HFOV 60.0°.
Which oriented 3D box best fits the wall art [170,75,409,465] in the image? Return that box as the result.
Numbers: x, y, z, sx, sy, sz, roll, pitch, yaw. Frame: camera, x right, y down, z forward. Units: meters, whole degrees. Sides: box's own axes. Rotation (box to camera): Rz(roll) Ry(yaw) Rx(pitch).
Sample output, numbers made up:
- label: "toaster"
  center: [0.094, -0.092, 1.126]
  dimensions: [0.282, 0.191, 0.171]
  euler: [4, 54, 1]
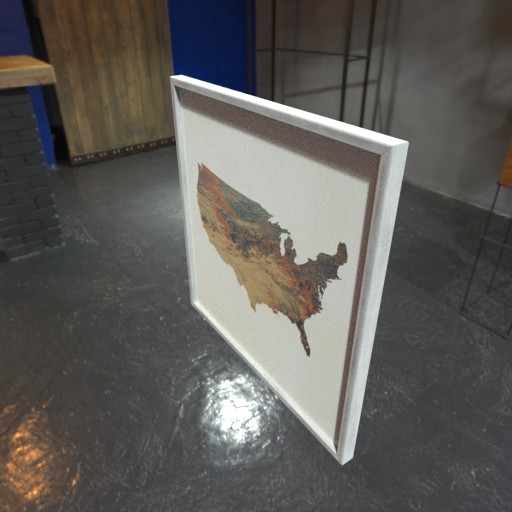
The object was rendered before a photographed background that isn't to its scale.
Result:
- label: "wall art"
  center: [0.000, 0.000, 0.447]
  dimensions: [0.015, 0.303, 0.303]
  euler: [-19, 36, -29]
